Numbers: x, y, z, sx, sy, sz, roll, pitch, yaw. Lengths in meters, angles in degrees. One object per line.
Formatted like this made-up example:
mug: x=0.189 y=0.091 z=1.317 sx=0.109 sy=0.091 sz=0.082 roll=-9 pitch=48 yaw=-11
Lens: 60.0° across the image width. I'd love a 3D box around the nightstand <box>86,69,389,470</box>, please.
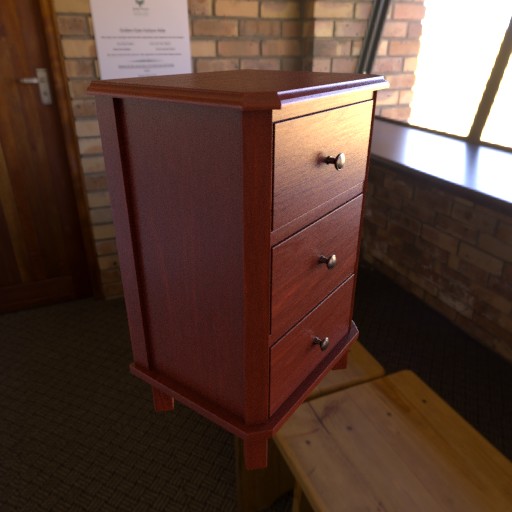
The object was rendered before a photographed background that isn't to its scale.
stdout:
nightstand: x=0.000 y=0.000 z=0.910 sx=0.351 sy=0.681 sz=0.435 roll=17 pitch=31 yaw=32
